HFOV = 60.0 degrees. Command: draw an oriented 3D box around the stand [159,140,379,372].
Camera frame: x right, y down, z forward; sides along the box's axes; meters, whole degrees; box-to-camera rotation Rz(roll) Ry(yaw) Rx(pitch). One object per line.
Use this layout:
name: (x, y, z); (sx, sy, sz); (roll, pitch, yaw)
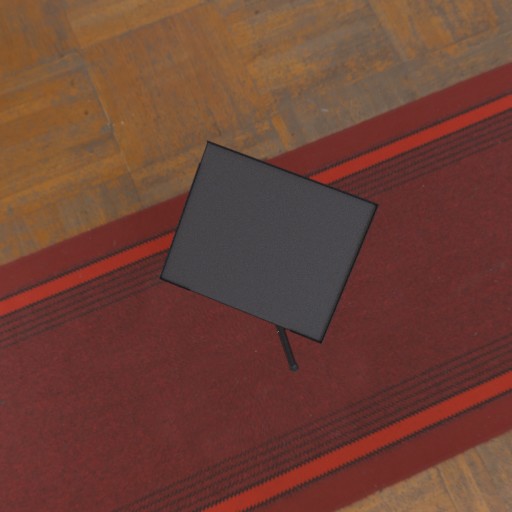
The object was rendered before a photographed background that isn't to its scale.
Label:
stand: (0.000, 0.000, 1.667); (0.702, 1.198, 0.702); (21, 79, 4)
